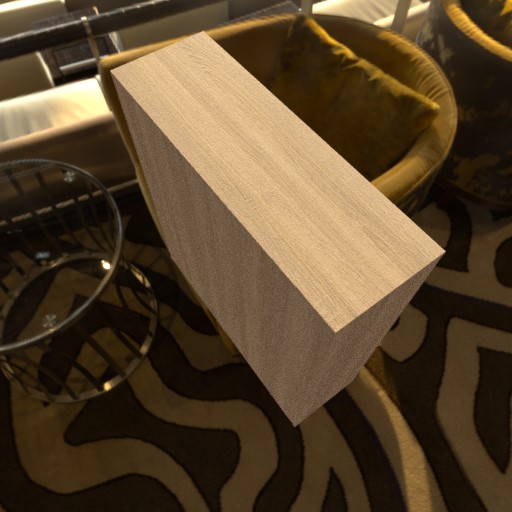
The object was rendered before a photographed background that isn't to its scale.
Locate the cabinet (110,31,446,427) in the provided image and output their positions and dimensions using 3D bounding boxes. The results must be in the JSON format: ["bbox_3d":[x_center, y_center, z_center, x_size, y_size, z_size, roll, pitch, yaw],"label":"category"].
[{"bbox_3d":[0.000,0.000,3.028,0.620,2.060,1.870,-32,65,-17],"label":"cabinet"}]
